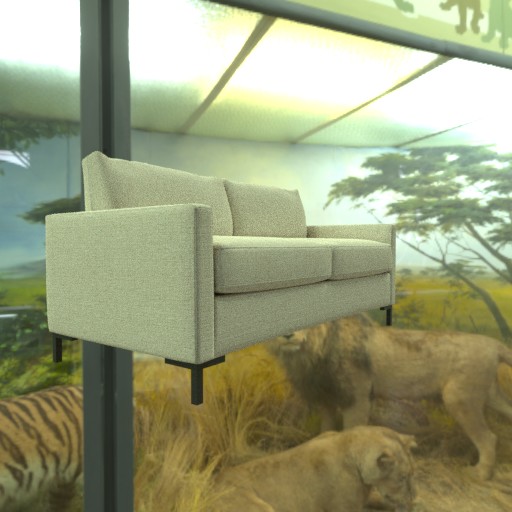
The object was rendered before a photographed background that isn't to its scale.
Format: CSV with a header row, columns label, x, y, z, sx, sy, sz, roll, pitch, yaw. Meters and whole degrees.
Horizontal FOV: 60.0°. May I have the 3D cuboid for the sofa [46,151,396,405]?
label,x,y,z,sx,sy,sz,roll,pitch,yaw
sofa,0.000,0.000,2.113,0.839,0.812,1.651,1,2,37
